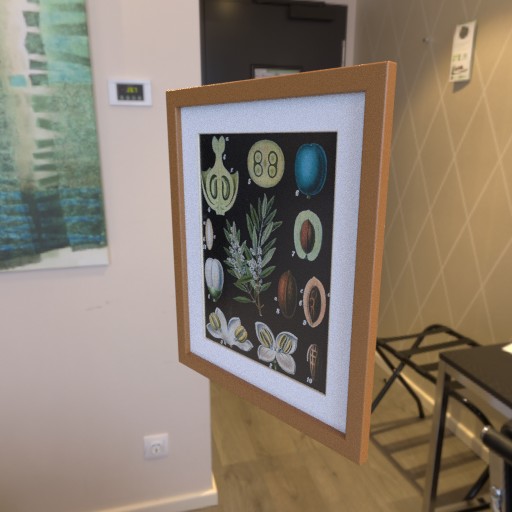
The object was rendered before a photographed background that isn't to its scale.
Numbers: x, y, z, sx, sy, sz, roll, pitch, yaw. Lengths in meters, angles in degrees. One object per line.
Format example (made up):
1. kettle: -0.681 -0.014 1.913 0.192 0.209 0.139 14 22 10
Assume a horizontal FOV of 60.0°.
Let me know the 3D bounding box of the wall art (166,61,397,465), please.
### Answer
1. wall art: 0.000 0.000 0.509 0.310 0.379 0.015 14 20 43
